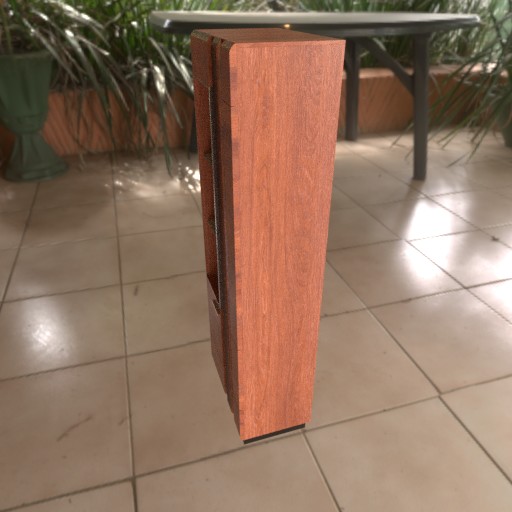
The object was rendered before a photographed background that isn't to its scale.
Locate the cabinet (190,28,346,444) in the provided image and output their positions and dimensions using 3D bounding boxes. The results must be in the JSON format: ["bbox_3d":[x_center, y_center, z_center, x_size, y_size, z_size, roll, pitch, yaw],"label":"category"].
[{"bbox_3d":[0.000,0.000,2.208,0.420,1.980,0.660,-9,32,-15],"label":"cabinet"}]
